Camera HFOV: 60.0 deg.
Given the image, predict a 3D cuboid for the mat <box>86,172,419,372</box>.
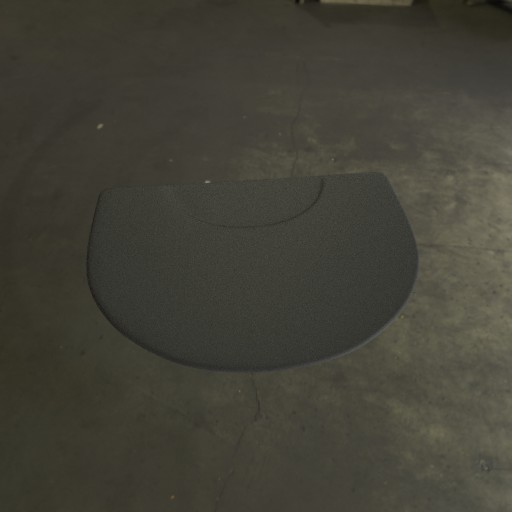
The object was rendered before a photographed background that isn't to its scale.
[{"bbox_3d":[0.000,0.000,1.578,1.220,0.016,0.917,-4,46,-4],"label":"mat"}]
